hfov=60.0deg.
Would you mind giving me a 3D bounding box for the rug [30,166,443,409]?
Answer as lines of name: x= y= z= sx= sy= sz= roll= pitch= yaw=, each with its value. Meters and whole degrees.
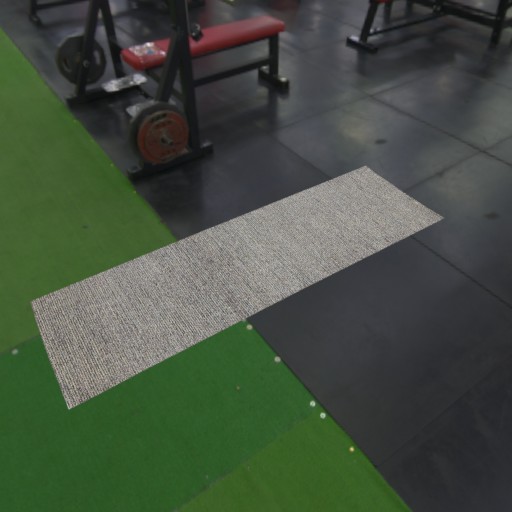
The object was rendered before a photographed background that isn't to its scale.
rug: x=0.000 y=0.000 z=2.523 sx=2.335 sy=0.013 sz=0.697 roll=-24 pitch=50 yaw=-22
